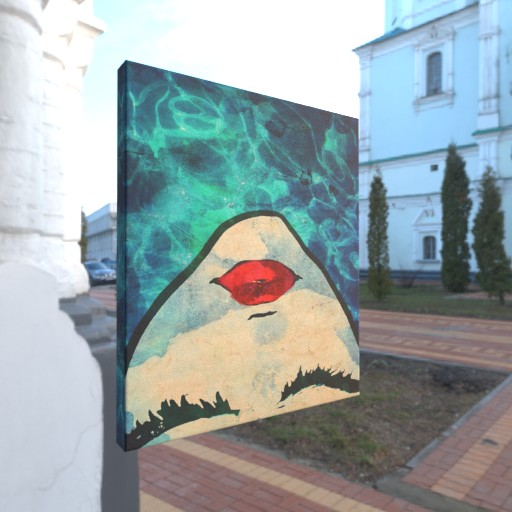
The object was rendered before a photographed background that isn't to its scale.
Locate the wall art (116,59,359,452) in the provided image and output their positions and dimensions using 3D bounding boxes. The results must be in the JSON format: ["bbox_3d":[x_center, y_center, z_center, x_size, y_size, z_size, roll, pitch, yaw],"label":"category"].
[{"bbox_3d":[0.000,0.000,0.708,0.432,0.508,0.038,0,-1,-34],"label":"wall art"}]
